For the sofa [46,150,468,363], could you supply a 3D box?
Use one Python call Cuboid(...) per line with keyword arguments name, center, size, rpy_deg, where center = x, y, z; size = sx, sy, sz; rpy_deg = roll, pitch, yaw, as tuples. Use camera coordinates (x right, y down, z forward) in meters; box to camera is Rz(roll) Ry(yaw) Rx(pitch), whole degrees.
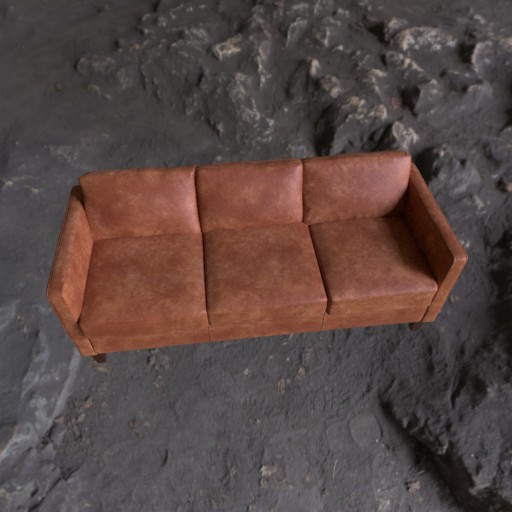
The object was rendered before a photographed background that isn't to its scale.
Cuboid(name="sofa", center=(0.000, 0.000, 3.053), size=(2.464, 1.006, 1.045), rpy_deg=(-5, 48, -4))
